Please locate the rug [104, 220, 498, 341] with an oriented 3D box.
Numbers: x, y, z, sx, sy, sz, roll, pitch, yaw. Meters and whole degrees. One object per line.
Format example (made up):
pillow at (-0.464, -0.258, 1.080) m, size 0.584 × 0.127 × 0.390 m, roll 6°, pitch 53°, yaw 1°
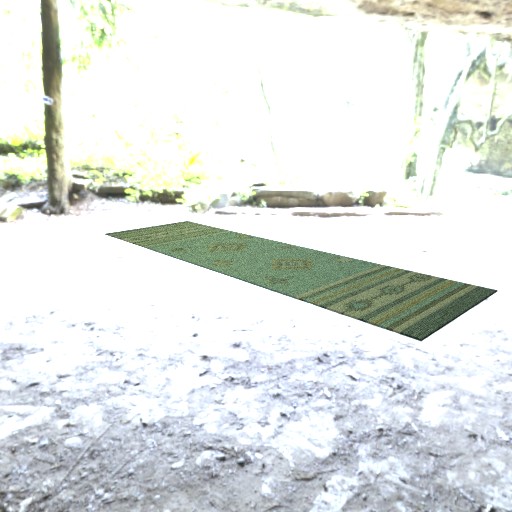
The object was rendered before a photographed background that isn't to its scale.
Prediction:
rug at (0.000, 0.000, 2.643) m, size 0.744 × 0.010 × 2.441 m, roll -14°, pitch 20°, yaw -42°
